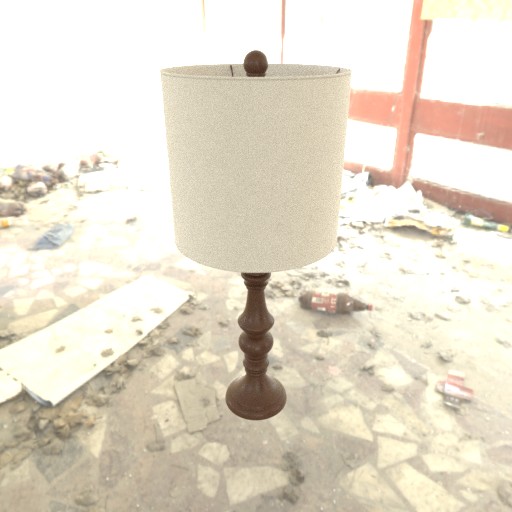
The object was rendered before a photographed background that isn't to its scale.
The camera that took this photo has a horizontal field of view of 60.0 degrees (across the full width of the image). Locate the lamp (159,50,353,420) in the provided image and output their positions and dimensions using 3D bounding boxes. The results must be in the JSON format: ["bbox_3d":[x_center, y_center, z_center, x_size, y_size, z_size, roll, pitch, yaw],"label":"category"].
[{"bbox_3d":[0.000,0.000,0.708,0.250,0.597,0.250,-8,28,-16],"label":"lamp"}]
